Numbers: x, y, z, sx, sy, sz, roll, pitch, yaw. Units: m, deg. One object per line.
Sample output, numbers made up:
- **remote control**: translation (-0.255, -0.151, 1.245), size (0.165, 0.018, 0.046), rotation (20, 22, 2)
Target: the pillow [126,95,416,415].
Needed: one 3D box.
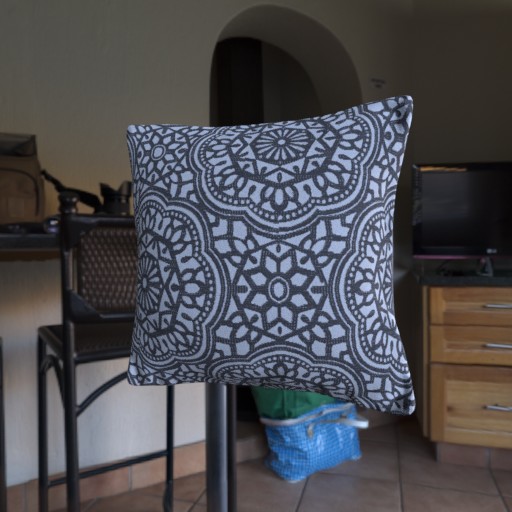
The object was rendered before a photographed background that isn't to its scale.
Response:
- **pillow**: translation (0.000, 0.000, 0.642), size (0.436, 0.417, 0.148), rotation (0, 0, 18)
